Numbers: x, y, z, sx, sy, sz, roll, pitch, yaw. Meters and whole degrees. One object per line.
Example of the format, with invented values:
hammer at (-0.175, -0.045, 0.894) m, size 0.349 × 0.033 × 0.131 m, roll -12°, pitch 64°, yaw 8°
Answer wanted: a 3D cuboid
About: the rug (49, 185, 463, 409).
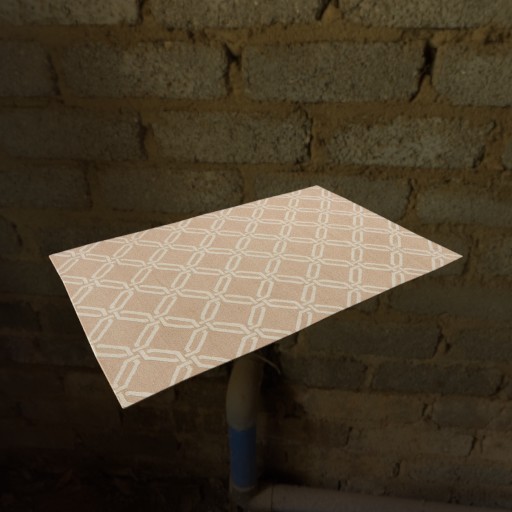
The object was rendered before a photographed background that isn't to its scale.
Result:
rug at (0.000, 0.000, 2.214) m, size 1.745 × 0.010 × 1.146 m, roll -18°, pitch 35°, yaw -28°
